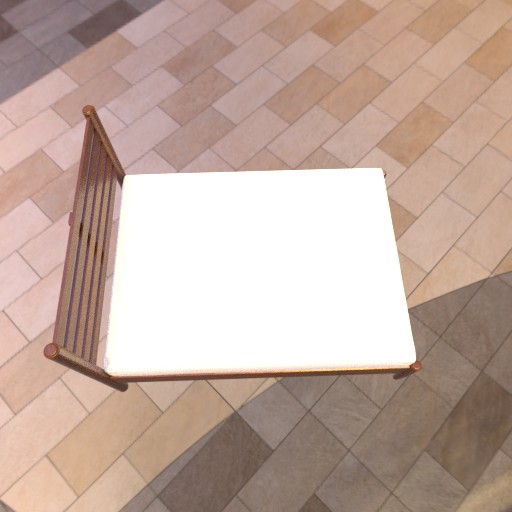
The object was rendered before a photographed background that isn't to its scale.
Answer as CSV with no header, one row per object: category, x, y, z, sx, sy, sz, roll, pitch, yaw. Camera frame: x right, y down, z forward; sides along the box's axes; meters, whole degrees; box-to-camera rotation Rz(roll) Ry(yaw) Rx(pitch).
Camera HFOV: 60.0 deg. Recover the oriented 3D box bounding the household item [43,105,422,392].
household item,0.000,0.000,3.211,2.232,1.356,1.663,-2,66,-1
